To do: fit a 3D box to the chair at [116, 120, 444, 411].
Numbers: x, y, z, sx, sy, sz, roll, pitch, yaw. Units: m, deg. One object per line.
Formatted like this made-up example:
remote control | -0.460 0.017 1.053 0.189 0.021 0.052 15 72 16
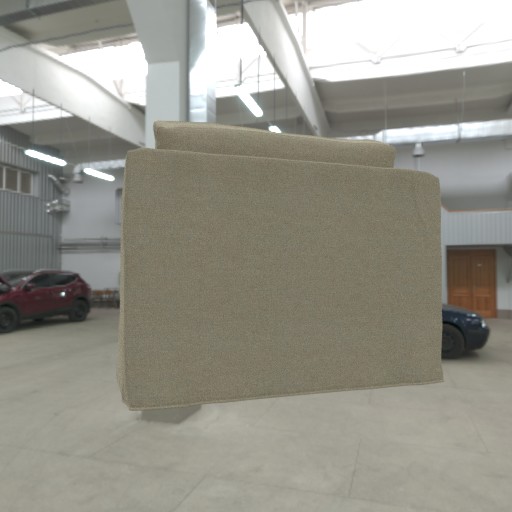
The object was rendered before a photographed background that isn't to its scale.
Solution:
chair | 0.000 0.000 1.766 1.057 0.863 0.949 1 -2 -18
